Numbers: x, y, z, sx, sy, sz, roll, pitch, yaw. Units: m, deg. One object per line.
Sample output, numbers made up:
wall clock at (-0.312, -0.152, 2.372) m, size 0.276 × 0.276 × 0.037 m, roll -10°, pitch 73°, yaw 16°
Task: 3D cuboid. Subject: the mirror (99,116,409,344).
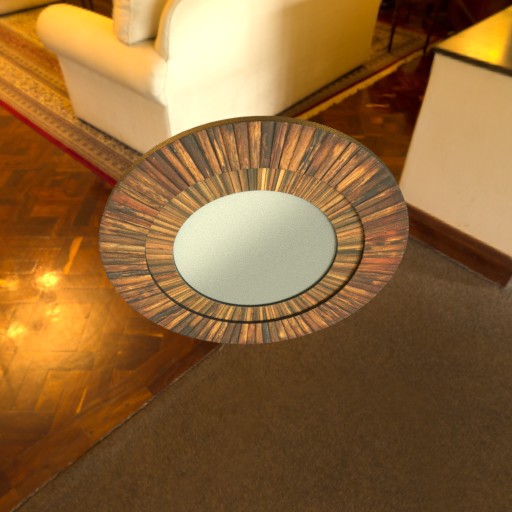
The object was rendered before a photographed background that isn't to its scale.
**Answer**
mirror at (0.000, 0.000, 1.596) m, size 1.077 × 1.077 × 0.036 m, roll -3°, pitch 46°, yaw -3°
